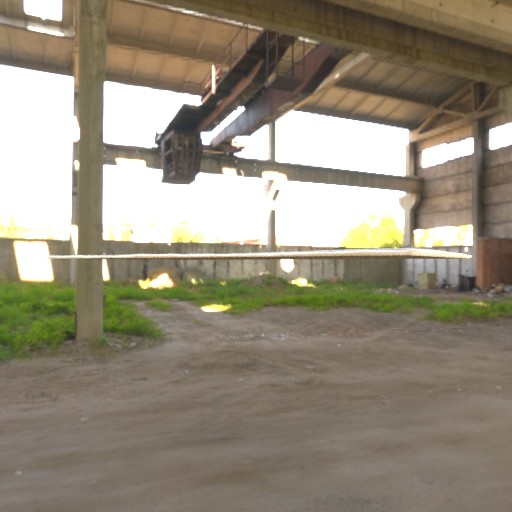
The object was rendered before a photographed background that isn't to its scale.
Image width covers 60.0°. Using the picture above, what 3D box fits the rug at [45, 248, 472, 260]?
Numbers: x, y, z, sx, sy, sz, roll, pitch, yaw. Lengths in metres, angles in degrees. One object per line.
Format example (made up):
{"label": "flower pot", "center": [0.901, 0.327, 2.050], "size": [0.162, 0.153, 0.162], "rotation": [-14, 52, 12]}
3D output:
{"label": "rug", "center": [0.000, 0.000, 2.989], "size": [2.447, 0.036, 1.537], "rotation": [-1, -1, 34]}
